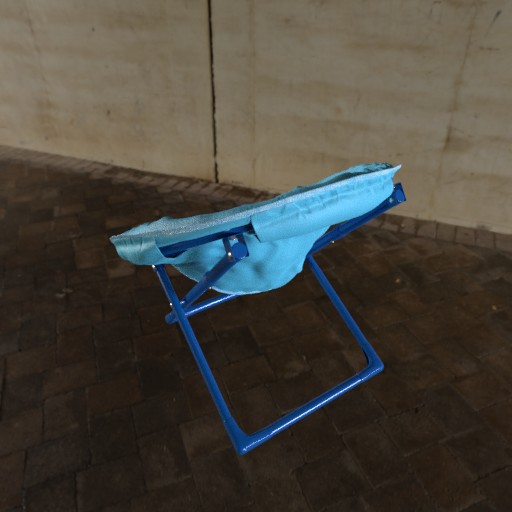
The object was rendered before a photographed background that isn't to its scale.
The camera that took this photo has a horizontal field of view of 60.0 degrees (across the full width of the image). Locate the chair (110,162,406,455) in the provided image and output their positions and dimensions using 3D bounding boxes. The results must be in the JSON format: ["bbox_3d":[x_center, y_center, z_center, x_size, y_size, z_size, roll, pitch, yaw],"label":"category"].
[{"bbox_3d":[0.000,0.000,0.880,0.520,0.478,0.465,-20,37,-28],"label":"chair"}]
